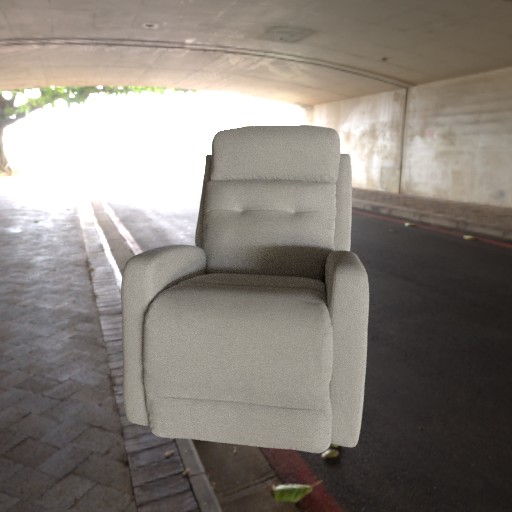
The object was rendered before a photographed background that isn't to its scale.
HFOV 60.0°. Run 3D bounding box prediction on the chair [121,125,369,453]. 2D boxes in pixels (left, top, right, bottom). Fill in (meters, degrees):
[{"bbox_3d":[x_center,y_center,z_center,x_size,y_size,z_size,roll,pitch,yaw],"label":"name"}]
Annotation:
[{"bbox_3d":[0.000,0.000,1.715,0.798,1.013,1.043,2,14,10],"label":"chair"}]
